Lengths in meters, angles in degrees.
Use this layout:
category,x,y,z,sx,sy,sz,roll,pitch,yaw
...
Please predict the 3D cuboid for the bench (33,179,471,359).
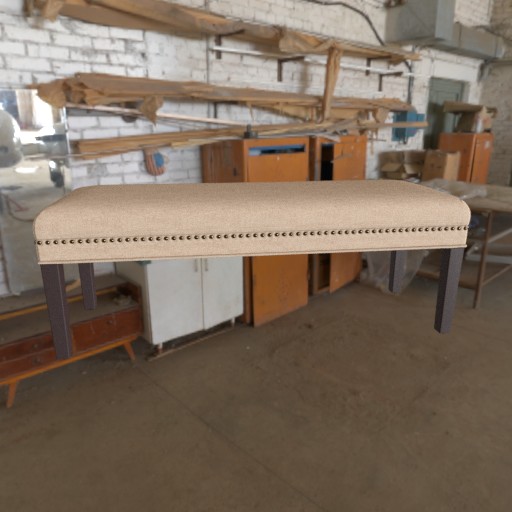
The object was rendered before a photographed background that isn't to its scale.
category,x,y,z,sx,sy,sz,roll,pitch,yaw
bench,0.000,0.000,1.453,1.219,0.457,0.410,-2,17,-8
